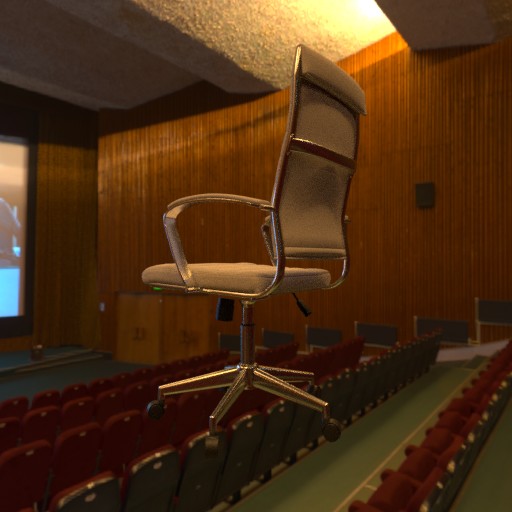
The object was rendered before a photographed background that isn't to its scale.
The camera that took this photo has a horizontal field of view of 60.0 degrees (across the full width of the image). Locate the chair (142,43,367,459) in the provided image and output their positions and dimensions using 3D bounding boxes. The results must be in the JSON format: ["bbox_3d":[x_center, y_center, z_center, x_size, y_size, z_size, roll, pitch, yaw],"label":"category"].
[{"bbox_3d":[0.000,0.000,1.546,0.667,1.149,0.679,0,0,36],"label":"chair"}]
